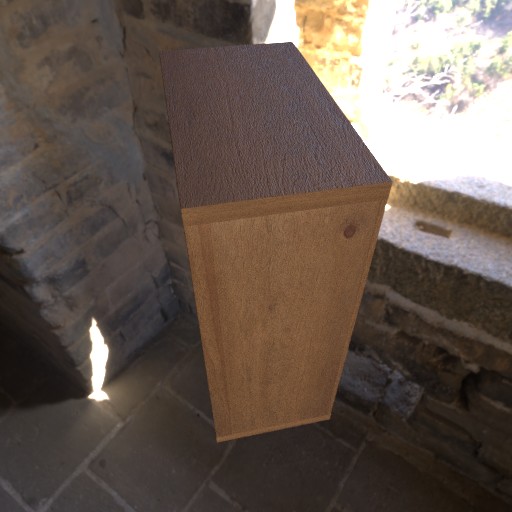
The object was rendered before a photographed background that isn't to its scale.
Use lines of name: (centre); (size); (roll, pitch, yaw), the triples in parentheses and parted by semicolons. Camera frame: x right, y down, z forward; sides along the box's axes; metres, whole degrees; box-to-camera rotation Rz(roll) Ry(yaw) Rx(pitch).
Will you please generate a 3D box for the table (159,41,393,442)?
table: (0.000, 0.000, 1.772); (0.524, 1.294, 0.901); (-8, 46, -8)
